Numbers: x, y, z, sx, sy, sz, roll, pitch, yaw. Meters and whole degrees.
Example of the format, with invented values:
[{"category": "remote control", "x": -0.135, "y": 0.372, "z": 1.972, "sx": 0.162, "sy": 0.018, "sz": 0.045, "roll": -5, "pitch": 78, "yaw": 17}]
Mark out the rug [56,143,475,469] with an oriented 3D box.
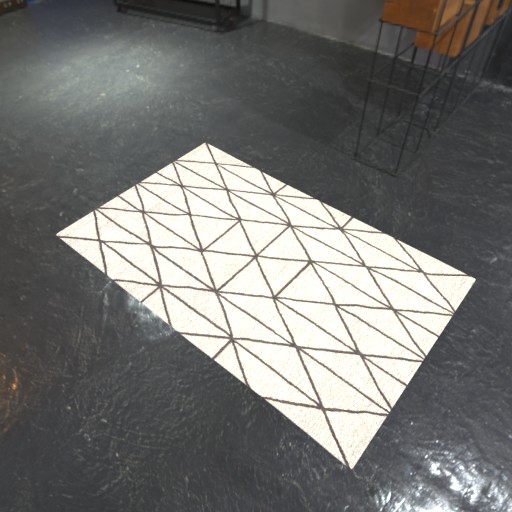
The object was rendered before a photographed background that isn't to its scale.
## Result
[{"category": "rug", "x": 0.000, "y": 0.000, "z": 3.032, "sx": 2.465, "sy": 0.008, "sz": 1.526, "roll": 32, "pitch": 55, "yaw": 26}]
